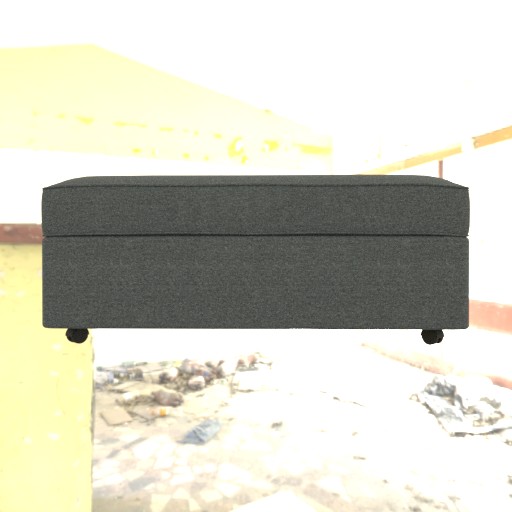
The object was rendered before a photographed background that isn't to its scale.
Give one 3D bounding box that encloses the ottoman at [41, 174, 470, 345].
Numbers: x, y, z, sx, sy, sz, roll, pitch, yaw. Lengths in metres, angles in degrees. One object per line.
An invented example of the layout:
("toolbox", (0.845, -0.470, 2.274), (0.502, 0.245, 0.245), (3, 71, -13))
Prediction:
("ottoman", (0.000, 0.000, 1.517), (1.173, 0.494, 0.681), (0, 0, 1))
